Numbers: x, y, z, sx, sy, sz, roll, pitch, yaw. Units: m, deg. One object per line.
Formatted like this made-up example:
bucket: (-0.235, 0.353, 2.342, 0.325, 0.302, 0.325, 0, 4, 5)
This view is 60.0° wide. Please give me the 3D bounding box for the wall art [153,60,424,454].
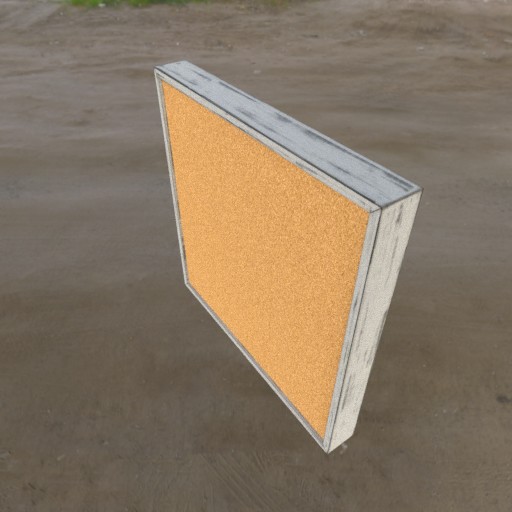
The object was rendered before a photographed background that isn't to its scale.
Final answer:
wall art: (0.000, 0.000, 0.455, 0.036, 0.303, 0.303, -25, 46, -26)
